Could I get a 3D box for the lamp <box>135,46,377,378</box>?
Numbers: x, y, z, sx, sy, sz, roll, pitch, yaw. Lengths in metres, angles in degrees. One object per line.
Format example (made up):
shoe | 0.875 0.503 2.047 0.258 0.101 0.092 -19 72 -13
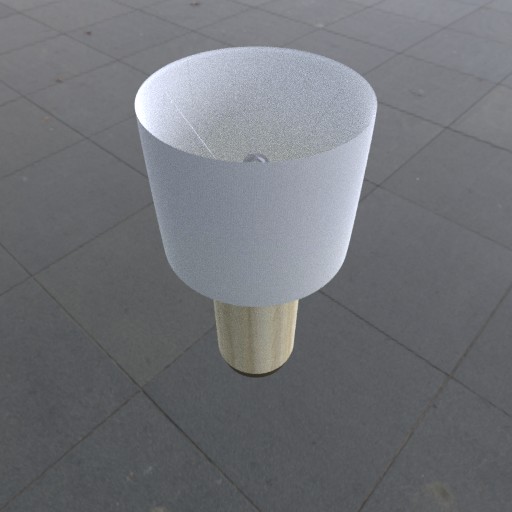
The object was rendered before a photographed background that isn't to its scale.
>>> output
lamp | 0.000 0.000 0.580 0.228 0.444 0.228 -25 51 -22
